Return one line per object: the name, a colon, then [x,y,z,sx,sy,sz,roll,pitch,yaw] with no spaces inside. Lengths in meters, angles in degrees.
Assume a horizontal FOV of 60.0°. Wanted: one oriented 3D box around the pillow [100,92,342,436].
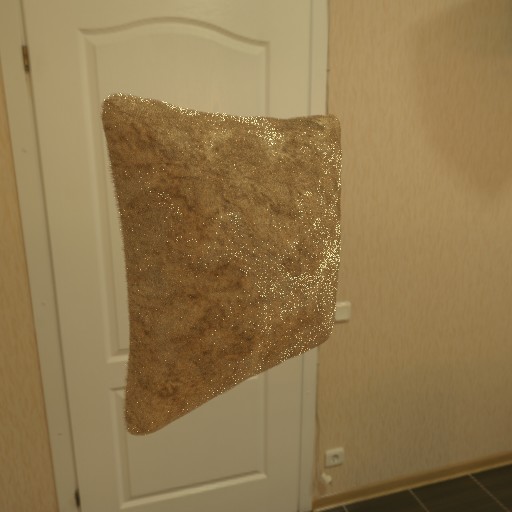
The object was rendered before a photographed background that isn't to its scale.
pillow: [0.000,0.000,0.804,0.216,0.525,0.538,13,19,43]
